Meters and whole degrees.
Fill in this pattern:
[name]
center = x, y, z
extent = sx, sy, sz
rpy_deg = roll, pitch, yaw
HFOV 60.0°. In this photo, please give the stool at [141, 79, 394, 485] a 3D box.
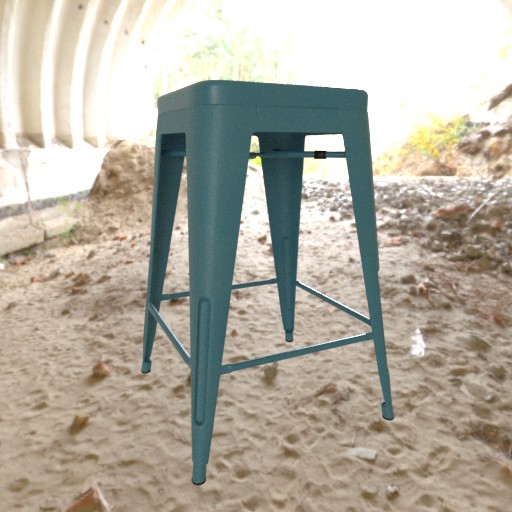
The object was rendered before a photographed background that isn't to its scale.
[stool]
center = 0.000, 0.000, 0.879
extent = 0.410, 0.608, 0.410
rpy_deg = -7, 16, -25
